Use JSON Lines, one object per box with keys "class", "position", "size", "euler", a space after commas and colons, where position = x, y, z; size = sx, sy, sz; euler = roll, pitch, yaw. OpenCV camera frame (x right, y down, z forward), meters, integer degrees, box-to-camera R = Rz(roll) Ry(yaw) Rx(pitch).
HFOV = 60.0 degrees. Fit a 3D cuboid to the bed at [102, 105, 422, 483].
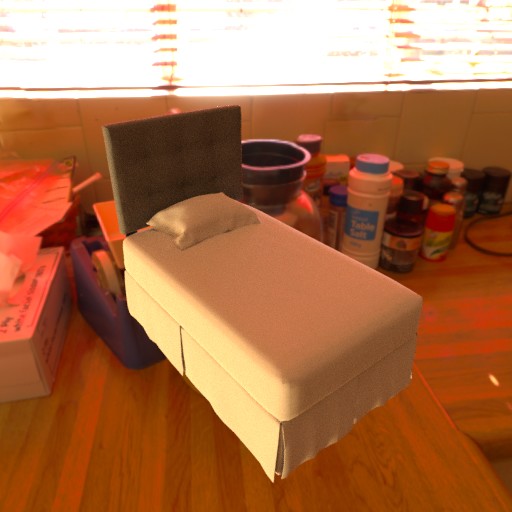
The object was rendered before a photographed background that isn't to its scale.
{"class": "bed", "position": [0.000, 0.000, 3.022], "size": [1.261, 1.571, 1.997], "euler": [-21, 36, -32]}
